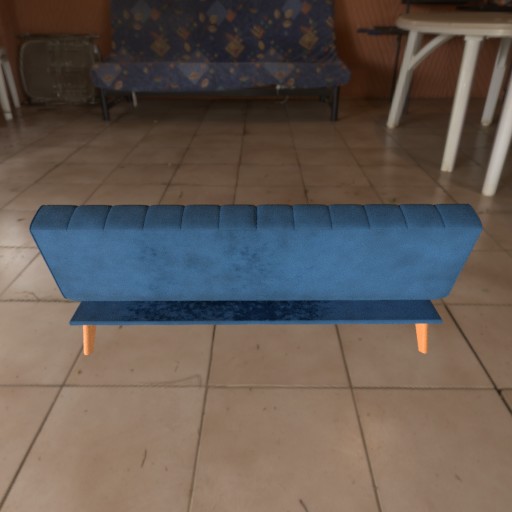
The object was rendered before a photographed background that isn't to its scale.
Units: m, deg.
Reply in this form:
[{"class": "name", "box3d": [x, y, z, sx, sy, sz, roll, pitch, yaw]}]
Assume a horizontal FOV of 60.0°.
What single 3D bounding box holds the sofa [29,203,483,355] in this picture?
[{"class": "sofa", "box3d": [0.000, 0.000, 2.305, 1.804, 0.813, 0.855, 0, 29, 0]}]
